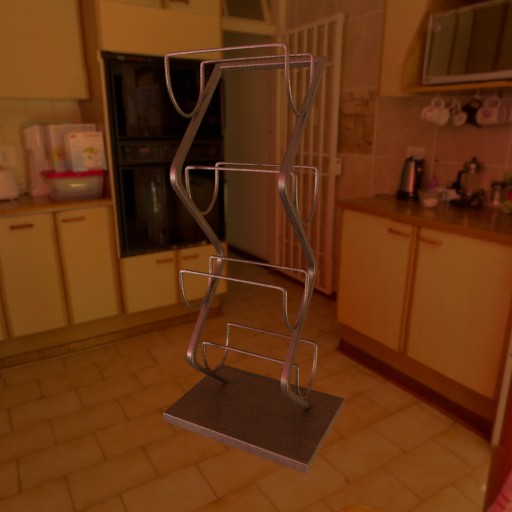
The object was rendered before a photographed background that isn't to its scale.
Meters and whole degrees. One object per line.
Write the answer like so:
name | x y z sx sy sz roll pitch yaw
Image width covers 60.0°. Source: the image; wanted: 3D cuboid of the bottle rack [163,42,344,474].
bottle rack | 0.000 0.000 0.675 0.254 0.559 0.178 8 18 26
